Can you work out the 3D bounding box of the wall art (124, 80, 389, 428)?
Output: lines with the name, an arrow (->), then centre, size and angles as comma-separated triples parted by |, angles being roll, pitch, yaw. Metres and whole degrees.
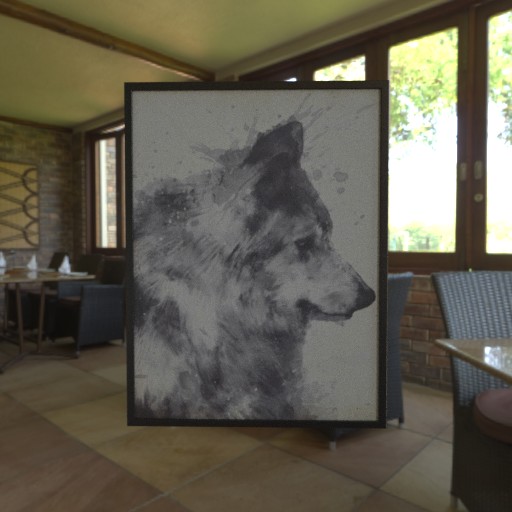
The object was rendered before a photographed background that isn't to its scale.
wall art -> 0.000, 0.000, 1.377 | 0.804, 1.061, 0.039 | 0, 2, 1
